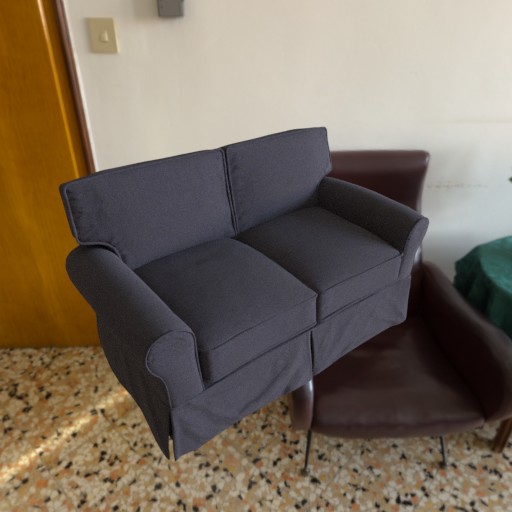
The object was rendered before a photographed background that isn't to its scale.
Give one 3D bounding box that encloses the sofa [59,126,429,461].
[{"bbox_3d":[0.000,0.000,2.404,1.801,1.059,0.997,-22,37,-32],"label":"sofa"}]
